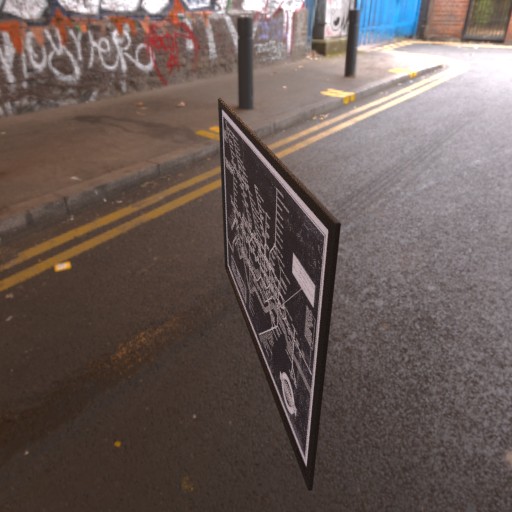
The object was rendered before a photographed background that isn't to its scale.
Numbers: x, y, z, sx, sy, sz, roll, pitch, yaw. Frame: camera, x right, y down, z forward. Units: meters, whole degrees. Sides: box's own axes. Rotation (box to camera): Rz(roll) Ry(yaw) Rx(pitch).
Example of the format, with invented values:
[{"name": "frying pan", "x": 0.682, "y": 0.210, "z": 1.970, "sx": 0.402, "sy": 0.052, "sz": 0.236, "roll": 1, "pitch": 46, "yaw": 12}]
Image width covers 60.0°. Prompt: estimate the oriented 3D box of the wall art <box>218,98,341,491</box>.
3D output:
[{"name": "wall art", "x": 0.000, "y": 0.000, "z": 1.504, "sx": 0.013, "sy": 0.811, "sz": 1.192, "roll": -7, "pitch": 31, "yaw": -12}]
